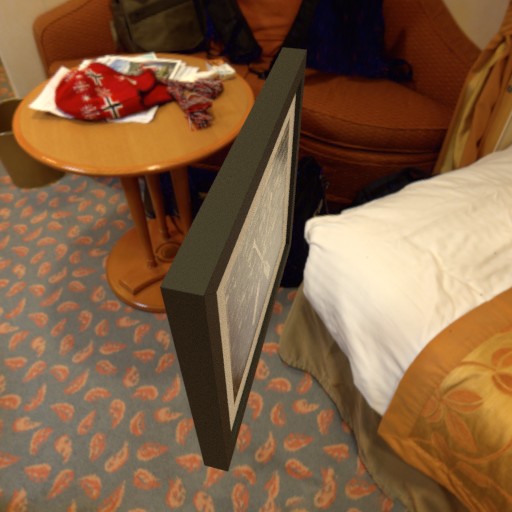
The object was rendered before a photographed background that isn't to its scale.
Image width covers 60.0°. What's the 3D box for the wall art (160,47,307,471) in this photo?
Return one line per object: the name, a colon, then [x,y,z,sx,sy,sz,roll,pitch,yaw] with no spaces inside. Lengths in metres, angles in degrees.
wall art: [0.000,0.000,0.523,0.029,0.330,0.381,10,48,10]
